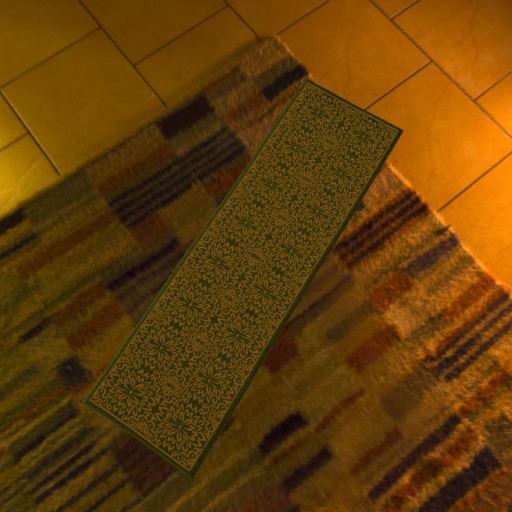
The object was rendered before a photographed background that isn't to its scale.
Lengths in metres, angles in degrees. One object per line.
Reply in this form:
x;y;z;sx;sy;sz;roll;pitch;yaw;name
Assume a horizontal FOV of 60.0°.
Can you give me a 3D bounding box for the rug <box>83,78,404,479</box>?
0.000;0.000;2.396;0.662;0.011;2.196;31;78;8;rug
